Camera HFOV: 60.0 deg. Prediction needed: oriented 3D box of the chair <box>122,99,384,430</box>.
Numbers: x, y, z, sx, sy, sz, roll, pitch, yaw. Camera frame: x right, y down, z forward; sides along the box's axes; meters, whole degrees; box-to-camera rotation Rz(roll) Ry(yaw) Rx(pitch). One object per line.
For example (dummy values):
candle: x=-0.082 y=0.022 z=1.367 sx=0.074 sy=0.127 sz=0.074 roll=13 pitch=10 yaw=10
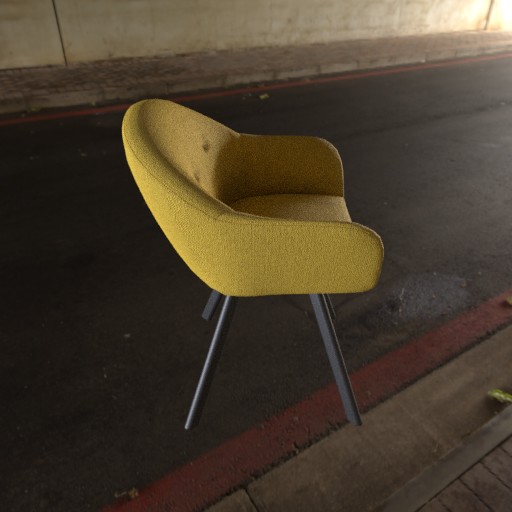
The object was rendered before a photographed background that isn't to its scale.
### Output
chair: x=0.000 y=0.000 z=1.163 sx=0.565 sy=0.775 sz=0.545 roll=0 pitch=32 yaw=0
